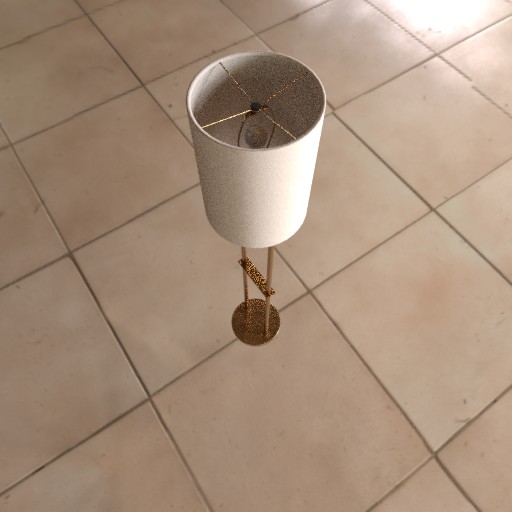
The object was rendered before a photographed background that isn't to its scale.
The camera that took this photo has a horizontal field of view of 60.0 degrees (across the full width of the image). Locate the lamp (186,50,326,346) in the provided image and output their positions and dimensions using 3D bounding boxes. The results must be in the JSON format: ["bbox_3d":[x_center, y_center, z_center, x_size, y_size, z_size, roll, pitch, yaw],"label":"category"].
[{"bbox_3d":[0.000,0.000,1.631,0.305,1.500,0.306,-32,67,-16],"label":"lamp"}]
